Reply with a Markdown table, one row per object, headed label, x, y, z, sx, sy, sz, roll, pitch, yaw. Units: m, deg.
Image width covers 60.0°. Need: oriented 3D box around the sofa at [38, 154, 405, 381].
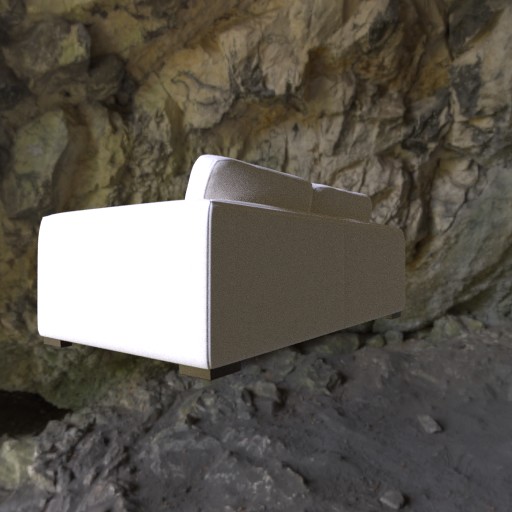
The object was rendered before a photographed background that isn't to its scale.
| label | x | y | z | sx | sy | sz | roll | pitch | yaw |
| --- | --- | --- | --- | --- | --- | --- | --- | --- | --- |
| sofa | 0.000 | 0.000 | 2.438 | 1.069 | 0.801 | 1.920 | 0 | 0 | 36 |
